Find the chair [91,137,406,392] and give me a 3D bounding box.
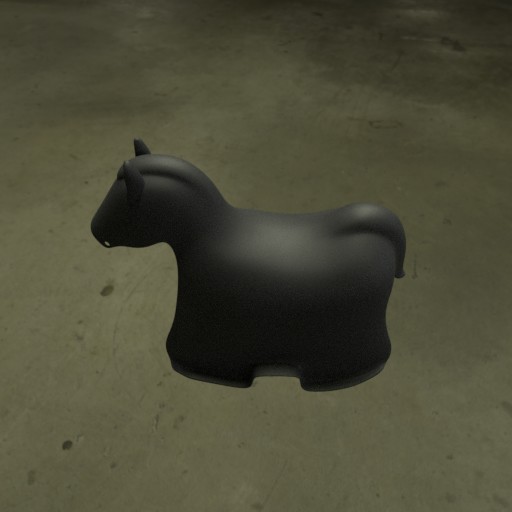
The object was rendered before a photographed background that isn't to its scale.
[{"bbox_3d":[0.000,0.000,1.151,0.800,0.612,0.429,0,42,0],"label":"chair"}]
